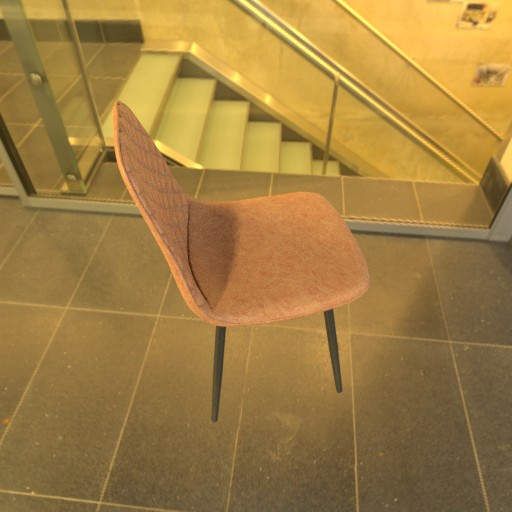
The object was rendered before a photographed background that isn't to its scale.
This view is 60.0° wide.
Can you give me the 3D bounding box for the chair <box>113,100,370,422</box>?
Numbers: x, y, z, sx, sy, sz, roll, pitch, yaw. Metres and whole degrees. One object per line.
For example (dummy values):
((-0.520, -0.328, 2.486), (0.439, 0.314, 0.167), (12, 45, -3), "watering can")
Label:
((0.000, 0.000, 1.203), (0.561, 0.889, 0.472), (-10, 47, -9), "chair")
